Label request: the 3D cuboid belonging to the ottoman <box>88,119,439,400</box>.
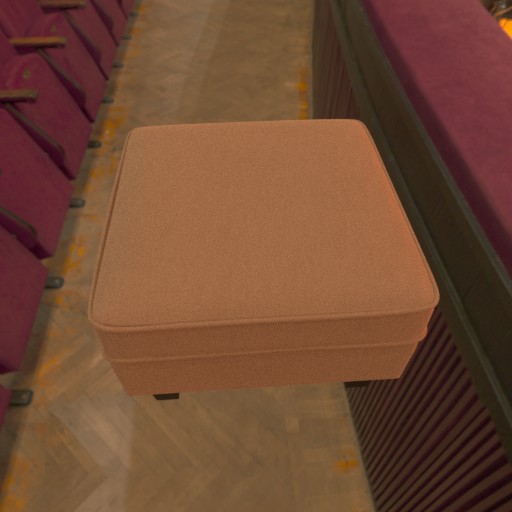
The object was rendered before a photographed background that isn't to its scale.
[{"bbox_3d":[0.000,0.000,1.058,0.613,0.438,0.616,-3,48,-3],"label":"ottoman"}]
